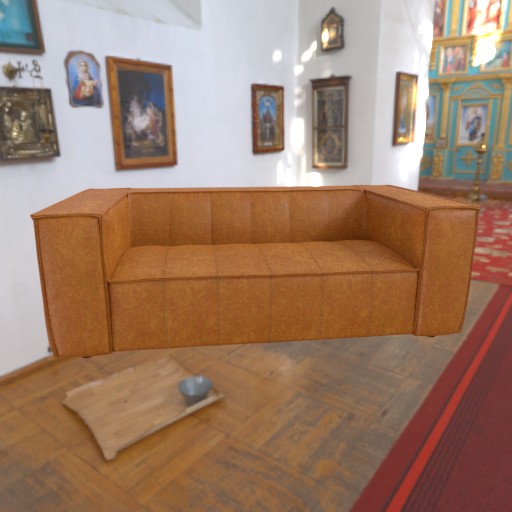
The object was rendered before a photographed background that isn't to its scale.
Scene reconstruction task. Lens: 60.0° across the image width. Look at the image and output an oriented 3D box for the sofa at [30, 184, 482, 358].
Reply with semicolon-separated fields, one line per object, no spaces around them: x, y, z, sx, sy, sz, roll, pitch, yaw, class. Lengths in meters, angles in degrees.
0.000;0.000;2.555;2.088;0.703;1.102;-2;15;-7;sofa
